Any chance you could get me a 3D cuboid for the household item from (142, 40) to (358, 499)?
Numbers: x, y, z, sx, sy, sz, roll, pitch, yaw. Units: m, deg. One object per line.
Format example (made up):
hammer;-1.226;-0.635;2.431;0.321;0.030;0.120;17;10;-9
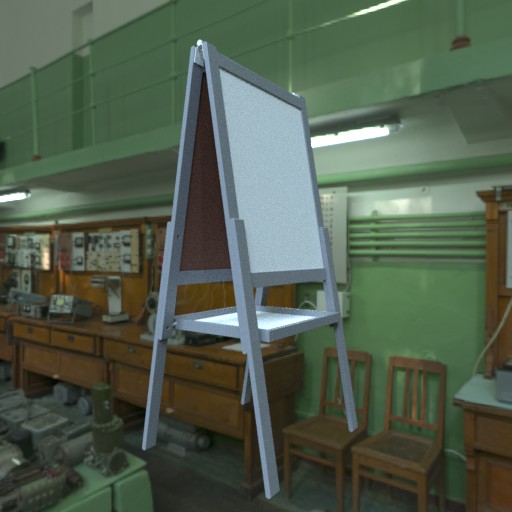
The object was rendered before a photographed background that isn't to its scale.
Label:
household item;0.000;0.000;1.417;0.469;1.172;0.531;0;1;36
